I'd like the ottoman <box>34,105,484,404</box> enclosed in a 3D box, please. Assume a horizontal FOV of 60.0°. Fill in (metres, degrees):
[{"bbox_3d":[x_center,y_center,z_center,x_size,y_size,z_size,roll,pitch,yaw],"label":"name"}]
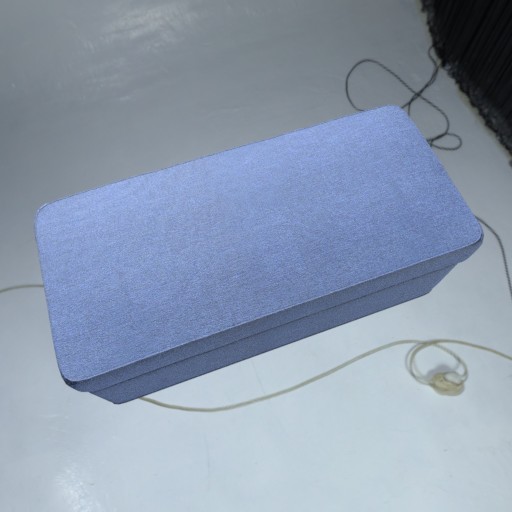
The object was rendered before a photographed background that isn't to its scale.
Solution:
[{"bbox_3d":[0.000,0.000,1.336,1.110,0.460,0.515,-18,66,-8],"label":"ottoman"}]
